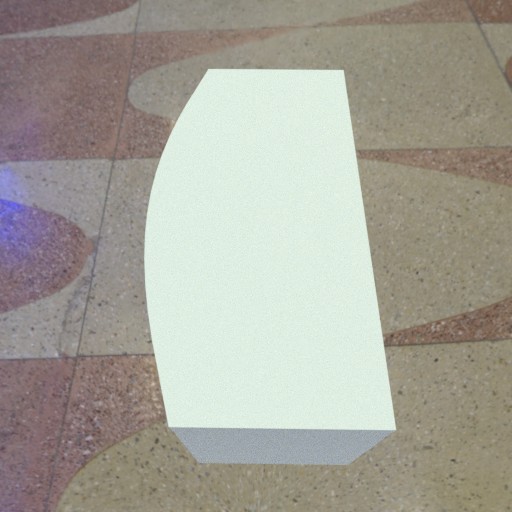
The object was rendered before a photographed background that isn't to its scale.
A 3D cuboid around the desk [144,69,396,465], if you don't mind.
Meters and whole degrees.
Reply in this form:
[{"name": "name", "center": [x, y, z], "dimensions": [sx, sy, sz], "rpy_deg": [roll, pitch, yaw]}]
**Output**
[{"name": "desk", "center": [0.000, 0.000, 1.978], "dimensions": [0.802, 0.750, 1.600], "rpy_deg": [1, 58, 0]}]
